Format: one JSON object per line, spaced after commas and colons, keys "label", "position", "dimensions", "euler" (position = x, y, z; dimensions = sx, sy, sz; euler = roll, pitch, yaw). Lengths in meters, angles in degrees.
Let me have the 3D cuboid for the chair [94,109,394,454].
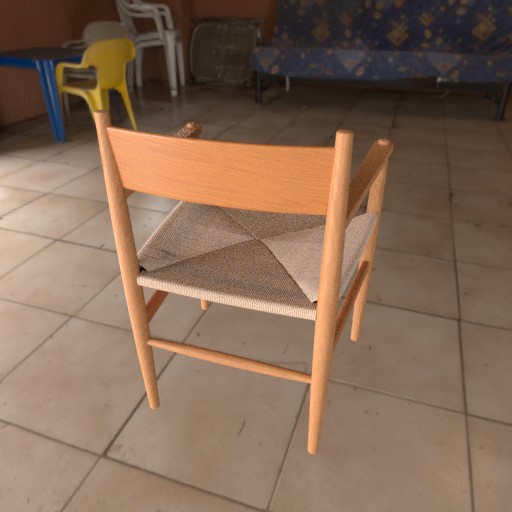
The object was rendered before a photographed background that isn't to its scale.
{"label": "chair", "position": [0.000, 0.000, 1.091], "dimensions": [0.556, 0.762, 0.495], "euler": [10, 32, 15]}
